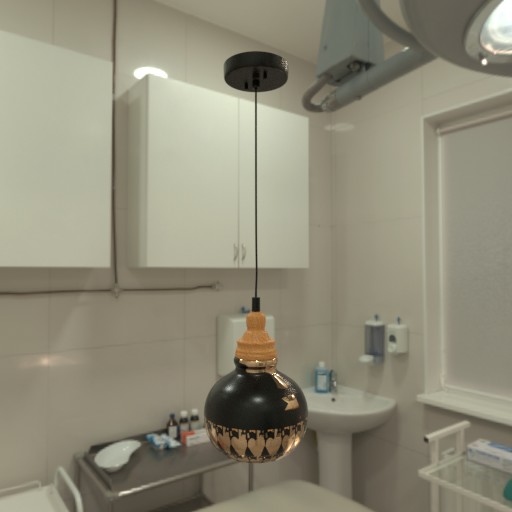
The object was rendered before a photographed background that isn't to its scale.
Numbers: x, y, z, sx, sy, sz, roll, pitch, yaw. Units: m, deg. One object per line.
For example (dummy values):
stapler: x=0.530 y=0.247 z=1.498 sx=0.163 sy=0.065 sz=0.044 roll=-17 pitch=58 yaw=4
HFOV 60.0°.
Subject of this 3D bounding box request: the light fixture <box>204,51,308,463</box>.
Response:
light fixture: x=0.000 y=0.000 z=1.860 sx=0.430 sy=1.606 sz=0.430 roll=1 pitch=-2 yaw=-37
